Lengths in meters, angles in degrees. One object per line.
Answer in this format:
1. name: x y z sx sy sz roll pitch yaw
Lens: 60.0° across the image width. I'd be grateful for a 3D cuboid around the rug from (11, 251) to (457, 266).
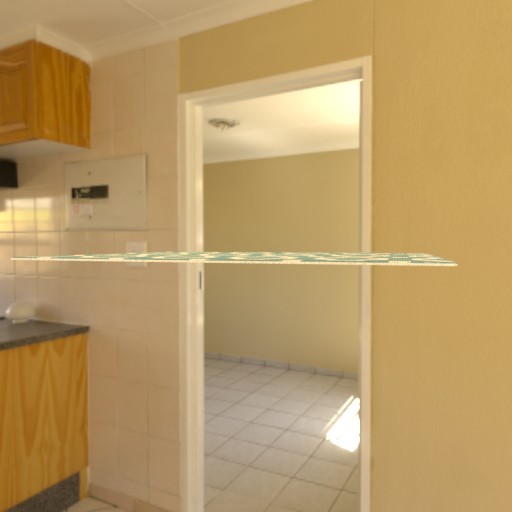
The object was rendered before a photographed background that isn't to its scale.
1. rug: 0.000 0.000 4.008 3.049 0.021 2.466 1 2 18
